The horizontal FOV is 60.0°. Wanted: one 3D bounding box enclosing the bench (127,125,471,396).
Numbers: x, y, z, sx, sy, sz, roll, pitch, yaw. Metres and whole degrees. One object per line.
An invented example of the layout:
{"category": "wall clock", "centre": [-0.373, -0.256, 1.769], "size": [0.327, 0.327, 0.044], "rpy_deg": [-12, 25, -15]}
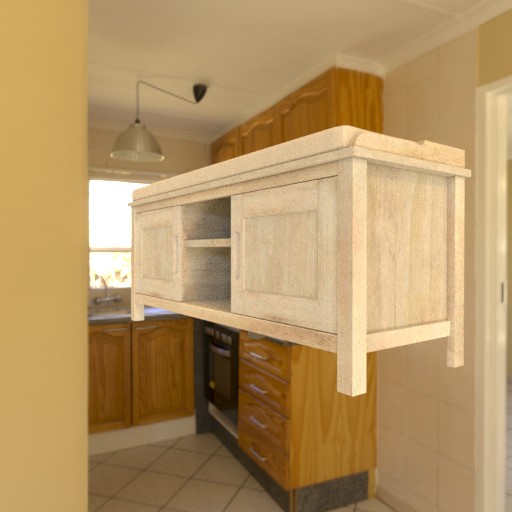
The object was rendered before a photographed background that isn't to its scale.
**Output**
{"category": "bench", "centre": [0.000, 0.000, 1.368], "size": [0.398, 0.501, 1.140], "rpy_deg": [0, 1, -36]}
